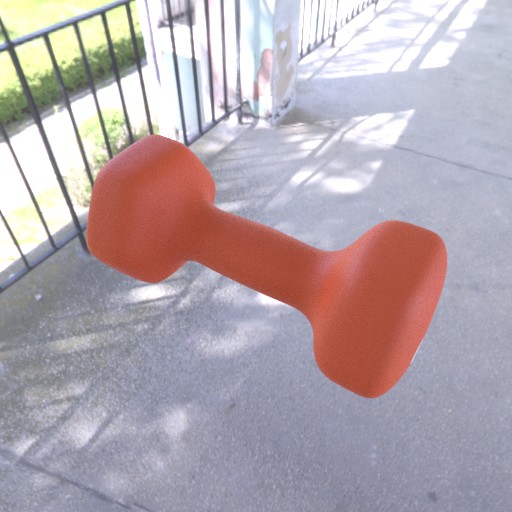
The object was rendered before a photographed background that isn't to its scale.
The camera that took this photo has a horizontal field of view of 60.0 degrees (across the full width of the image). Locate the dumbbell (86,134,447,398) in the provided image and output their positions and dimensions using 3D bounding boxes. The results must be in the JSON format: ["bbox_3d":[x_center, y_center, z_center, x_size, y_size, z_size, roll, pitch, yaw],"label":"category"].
[{"bbox_3d":[0.000,0.000,0.209,0.162,0.071,0.079,24,51,22],"label":"dumbbell"}]
